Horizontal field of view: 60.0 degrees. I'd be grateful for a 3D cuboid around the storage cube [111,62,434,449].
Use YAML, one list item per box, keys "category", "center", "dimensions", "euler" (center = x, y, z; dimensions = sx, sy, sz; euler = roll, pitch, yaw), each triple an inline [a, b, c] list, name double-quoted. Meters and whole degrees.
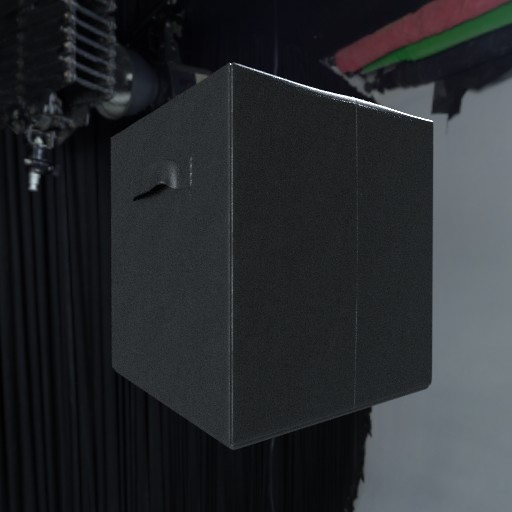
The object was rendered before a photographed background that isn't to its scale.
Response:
- category: "storage cube"
  center: [0.000, 0.000, 0.491]
  dimensions: [0.270, 0.280, 0.270]
  euler: [-1, 1, -36]
